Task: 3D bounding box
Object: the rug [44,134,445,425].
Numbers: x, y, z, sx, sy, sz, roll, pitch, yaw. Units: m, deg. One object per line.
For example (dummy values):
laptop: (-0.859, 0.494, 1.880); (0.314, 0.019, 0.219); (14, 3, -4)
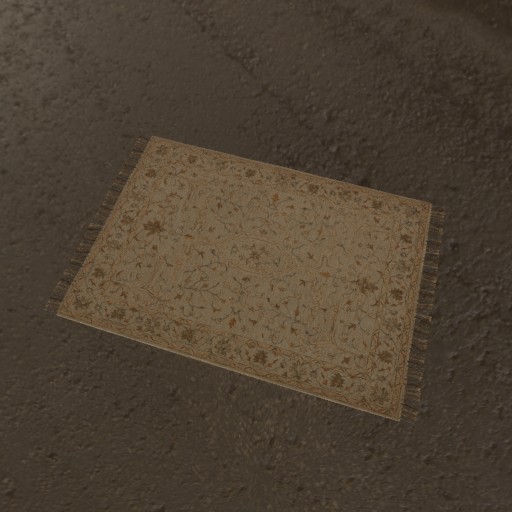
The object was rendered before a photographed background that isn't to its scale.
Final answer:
rug: (0.000, 0.000, 2.348); (1.861, 0.017, 1.218); (15, 64, 8)
